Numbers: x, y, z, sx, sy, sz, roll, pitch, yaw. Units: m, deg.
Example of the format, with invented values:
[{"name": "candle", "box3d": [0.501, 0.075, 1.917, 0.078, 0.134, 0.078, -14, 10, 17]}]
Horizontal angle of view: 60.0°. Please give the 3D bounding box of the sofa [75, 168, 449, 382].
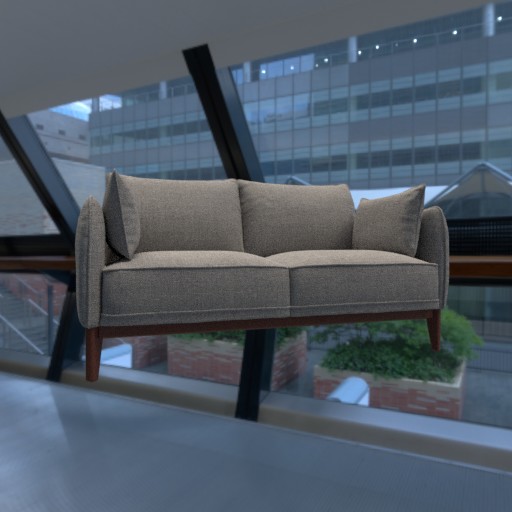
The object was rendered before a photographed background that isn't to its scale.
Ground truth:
[{"name": "sofa", "box3d": [0.000, 0.000, 2.138, 1.580, 0.851, 0.972, -1, 2, -17]}]
